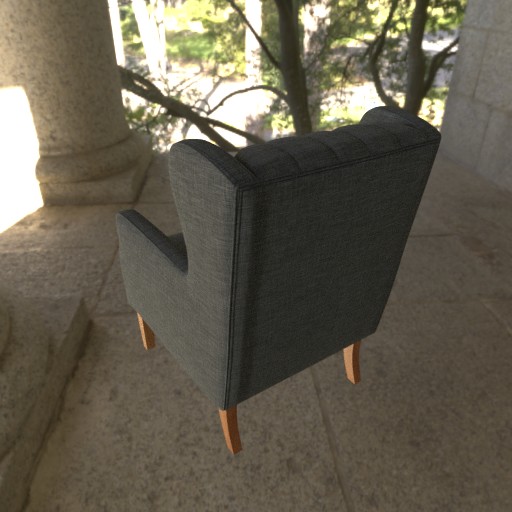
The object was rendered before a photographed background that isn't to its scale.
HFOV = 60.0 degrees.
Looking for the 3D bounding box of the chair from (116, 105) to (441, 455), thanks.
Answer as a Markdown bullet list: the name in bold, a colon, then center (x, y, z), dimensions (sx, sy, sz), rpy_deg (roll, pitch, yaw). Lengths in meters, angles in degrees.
- **chair**: center (0.000, 0.000, 1.453), dimensions (0.711, 0.953, 0.775), rpy_deg (-19, 35, -29)
